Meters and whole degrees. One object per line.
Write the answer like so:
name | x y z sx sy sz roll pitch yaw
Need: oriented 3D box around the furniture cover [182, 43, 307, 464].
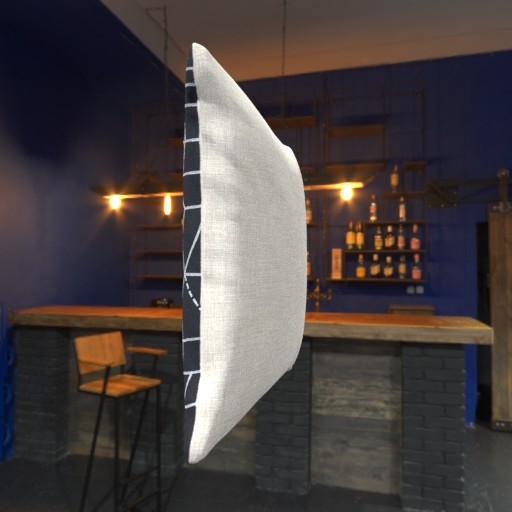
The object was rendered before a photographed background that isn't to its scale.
furniture cover | 0.000 0.000 0.773 0.158 0.508 0.517 0 -1 16
